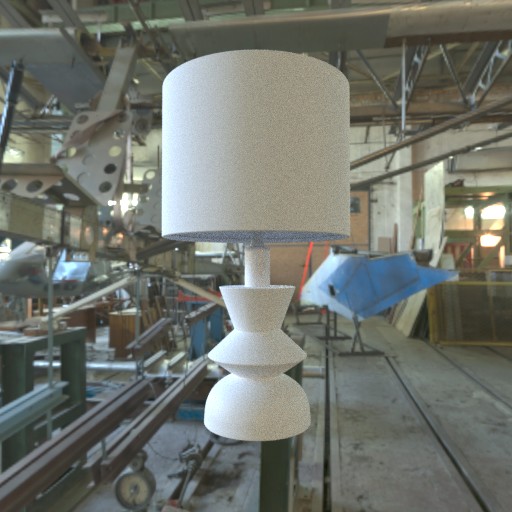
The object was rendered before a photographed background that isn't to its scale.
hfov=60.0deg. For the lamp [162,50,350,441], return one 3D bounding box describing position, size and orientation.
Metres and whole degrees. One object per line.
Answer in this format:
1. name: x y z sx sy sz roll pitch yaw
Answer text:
1. lamp: 0.000 0.000 0.723 0.301 0.533 0.301 1 -2 -36
